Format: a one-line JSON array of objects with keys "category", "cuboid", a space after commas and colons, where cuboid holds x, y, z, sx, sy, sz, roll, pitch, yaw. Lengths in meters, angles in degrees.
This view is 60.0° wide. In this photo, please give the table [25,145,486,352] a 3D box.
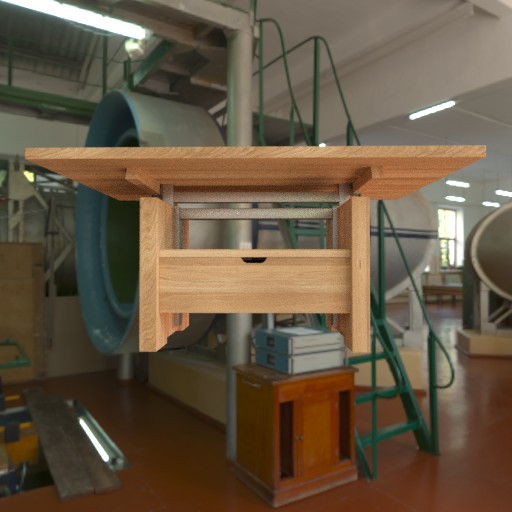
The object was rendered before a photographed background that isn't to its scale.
[{"category": "table", "cuboid": [0.000, 0.000, 1.402, 1.100, 0.510, 0.700, 0, -1, 1]}]
